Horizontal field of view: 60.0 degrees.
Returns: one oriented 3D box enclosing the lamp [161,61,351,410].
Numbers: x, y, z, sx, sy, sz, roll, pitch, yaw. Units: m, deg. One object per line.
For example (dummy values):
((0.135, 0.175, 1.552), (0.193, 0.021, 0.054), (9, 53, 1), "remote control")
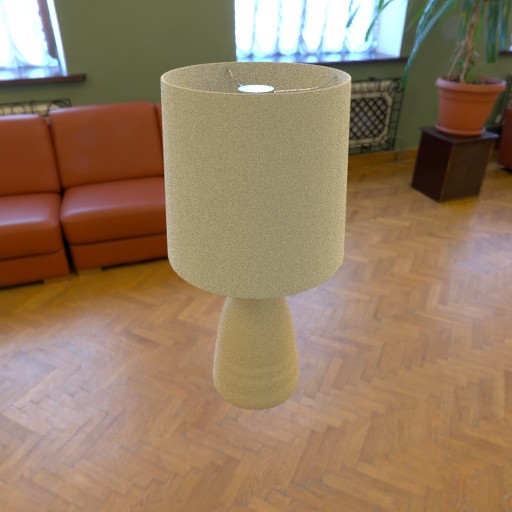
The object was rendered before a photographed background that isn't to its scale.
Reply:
((0.000, 0.000, 0.482), (0.186, 0.369, 0.186), (0, 31, 0), "lamp")
